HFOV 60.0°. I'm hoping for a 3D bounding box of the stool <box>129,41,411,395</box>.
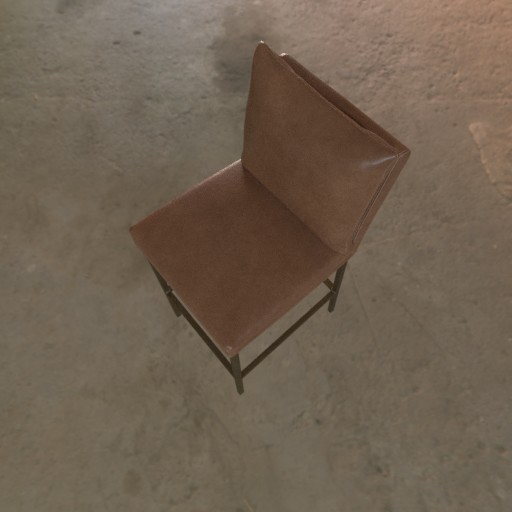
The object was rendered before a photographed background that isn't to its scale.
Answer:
[{"bbox_3d":[0.000,0.000,1.419,0.571,1.124,0.463,-37,69,-17],"label":"stool"}]
